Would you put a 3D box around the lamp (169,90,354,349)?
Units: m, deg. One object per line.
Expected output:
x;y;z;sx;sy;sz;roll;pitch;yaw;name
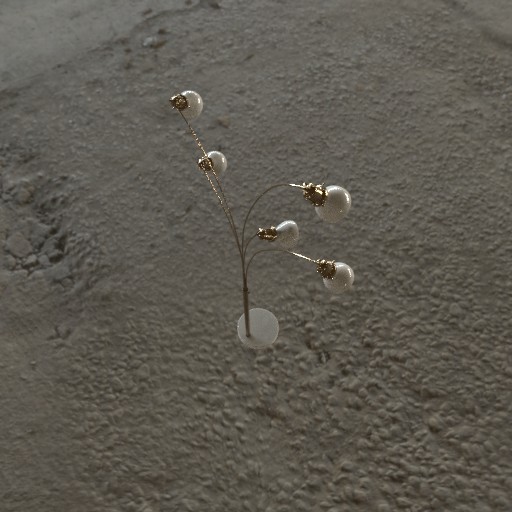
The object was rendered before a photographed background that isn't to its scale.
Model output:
0.000;0.000;2.908;0.361;2.423;1.405;-33;64;-18;lamp
